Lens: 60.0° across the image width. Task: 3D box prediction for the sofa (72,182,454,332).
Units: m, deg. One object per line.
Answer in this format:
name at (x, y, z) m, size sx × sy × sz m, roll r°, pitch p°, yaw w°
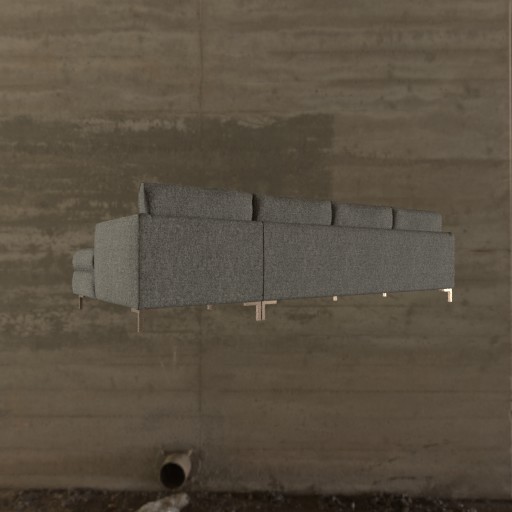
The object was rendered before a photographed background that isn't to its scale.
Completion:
sofa at (0.000, 0.000, 3.635) m, size 2.737 × 0.756 × 1.879 m, roll 0°, pitch -1°, yaw -35°
